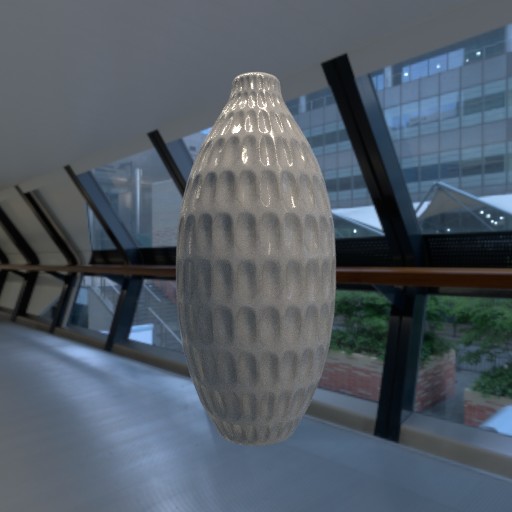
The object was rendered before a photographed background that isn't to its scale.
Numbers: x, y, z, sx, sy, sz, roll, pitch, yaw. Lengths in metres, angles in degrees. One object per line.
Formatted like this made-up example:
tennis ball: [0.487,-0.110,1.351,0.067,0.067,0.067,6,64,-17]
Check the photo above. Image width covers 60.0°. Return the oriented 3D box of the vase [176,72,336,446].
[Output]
vase: [0.000,0.000,0.357,0.127,0.282,0.127,0,0,0]
